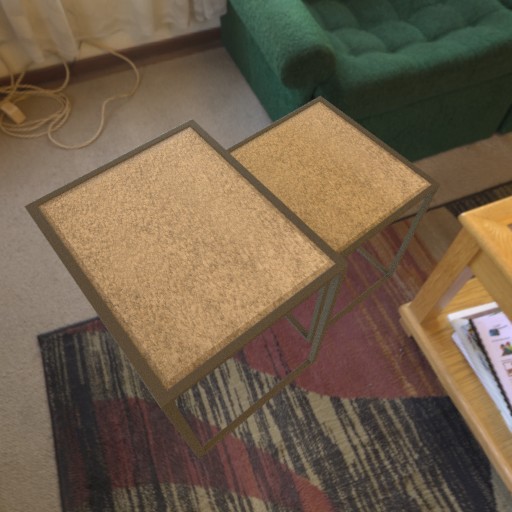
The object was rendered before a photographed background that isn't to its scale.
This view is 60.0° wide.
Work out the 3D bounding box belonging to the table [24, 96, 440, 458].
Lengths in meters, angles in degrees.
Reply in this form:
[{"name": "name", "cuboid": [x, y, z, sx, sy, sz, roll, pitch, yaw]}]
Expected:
[{"name": "table", "cuboid": [0.000, 0.000, 1.146, 0.788, 0.540, 0.508, -34, 64, -20]}]
